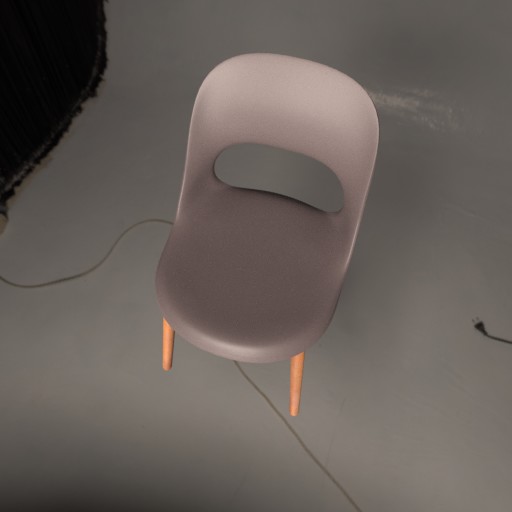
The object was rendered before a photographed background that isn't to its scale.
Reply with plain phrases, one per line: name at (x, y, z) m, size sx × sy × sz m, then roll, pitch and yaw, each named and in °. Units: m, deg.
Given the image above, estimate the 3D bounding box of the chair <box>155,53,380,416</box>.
chair at (0.000, 0.000, 1.159) m, size 0.470 × 0.794 × 0.556 m, roll 17°, pitch 60°, yaw 10°
